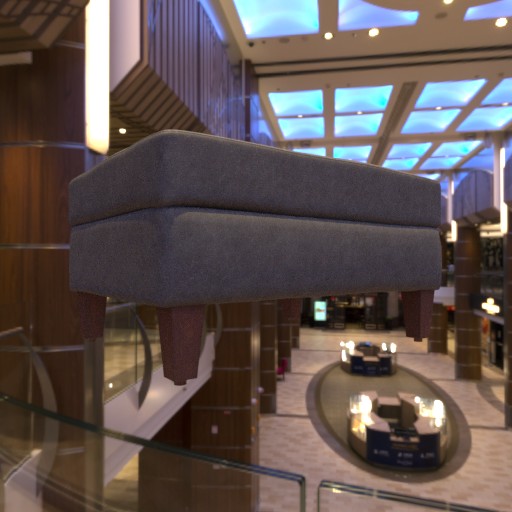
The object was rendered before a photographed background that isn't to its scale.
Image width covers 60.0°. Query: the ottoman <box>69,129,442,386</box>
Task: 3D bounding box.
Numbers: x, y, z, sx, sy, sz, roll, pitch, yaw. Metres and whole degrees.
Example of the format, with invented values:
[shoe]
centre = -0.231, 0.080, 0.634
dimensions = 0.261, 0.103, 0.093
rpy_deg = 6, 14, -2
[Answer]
[ottoman]
centre = 0.000, 0.000, 1.213
dimensions = 0.839, 0.464, 0.639
rpy_deg = 1, -1, -36
